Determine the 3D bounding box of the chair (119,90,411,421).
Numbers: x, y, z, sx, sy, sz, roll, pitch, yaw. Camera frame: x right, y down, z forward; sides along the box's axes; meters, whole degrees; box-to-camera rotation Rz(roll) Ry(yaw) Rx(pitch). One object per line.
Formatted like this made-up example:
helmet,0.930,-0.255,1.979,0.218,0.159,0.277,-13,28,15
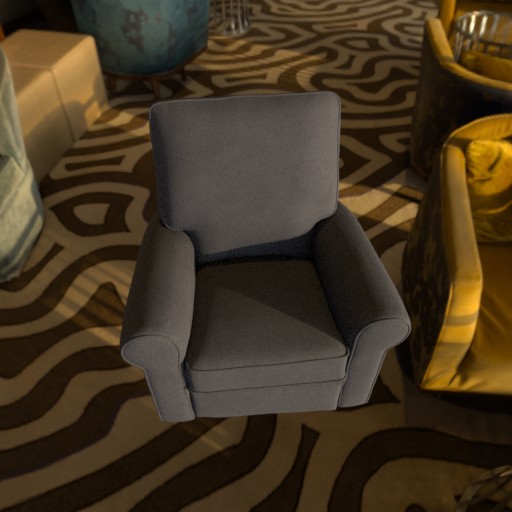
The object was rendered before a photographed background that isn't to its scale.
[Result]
chair,0.000,0.000,1.641,0.890,0.961,0.878,-4,45,-4
